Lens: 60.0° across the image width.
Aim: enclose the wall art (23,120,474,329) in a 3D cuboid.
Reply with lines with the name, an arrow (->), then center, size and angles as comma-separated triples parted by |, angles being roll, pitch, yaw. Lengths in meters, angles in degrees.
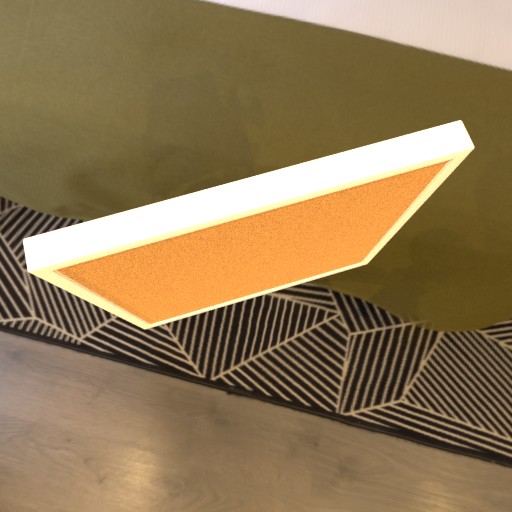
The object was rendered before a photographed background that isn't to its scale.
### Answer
wall art -> 0.000, 0.000, 0.730 | 0.508, 0.508, 0.038 | -16, 74, -5
